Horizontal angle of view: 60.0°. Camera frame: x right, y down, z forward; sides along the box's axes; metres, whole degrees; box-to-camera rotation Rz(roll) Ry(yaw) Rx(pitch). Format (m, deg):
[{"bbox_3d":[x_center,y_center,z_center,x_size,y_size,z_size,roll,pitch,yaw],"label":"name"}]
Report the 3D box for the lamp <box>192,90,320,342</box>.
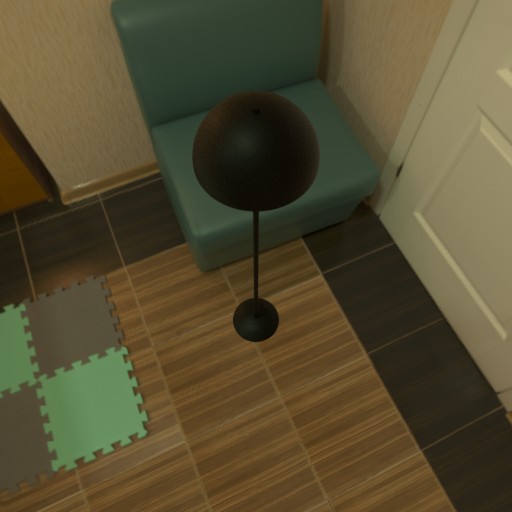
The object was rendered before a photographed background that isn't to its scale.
[{"bbox_3d":[0.000,0.000,1.656,0.328,1.480,0.328,34,68,16],"label":"lamp"}]
